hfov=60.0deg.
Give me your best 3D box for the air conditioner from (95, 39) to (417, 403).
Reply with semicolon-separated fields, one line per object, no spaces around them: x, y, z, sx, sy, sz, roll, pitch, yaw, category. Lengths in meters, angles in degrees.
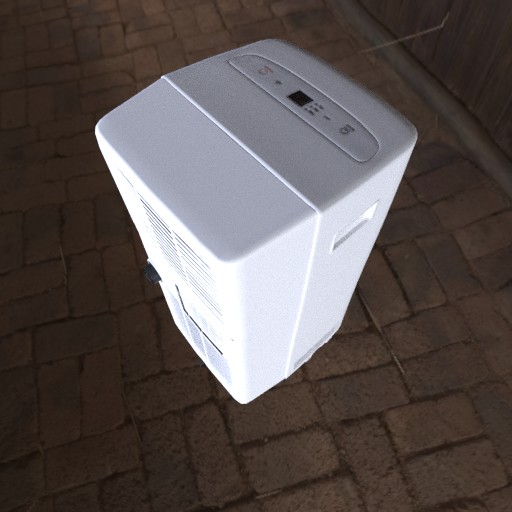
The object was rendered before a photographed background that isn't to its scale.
0.000;0.000;0.794;0.349;0.606;0.304;-35;64;-20;air conditioner
